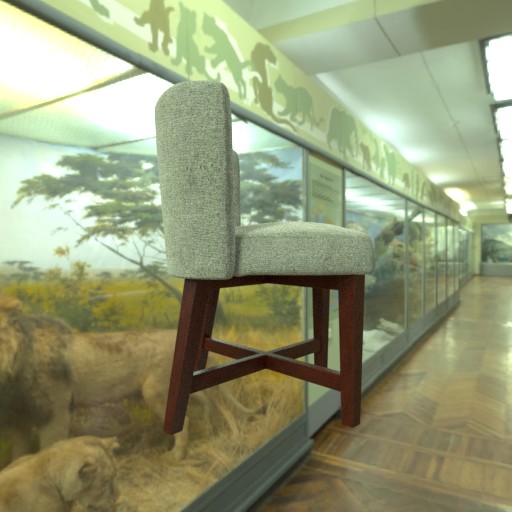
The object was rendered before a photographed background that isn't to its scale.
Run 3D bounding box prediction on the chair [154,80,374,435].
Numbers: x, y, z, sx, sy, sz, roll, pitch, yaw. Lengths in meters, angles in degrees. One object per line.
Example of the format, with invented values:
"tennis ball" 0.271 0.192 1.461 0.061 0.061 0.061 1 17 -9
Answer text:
"chair" 0.000 0.000 1.309 0.575 0.827 0.728 0 1 -1
